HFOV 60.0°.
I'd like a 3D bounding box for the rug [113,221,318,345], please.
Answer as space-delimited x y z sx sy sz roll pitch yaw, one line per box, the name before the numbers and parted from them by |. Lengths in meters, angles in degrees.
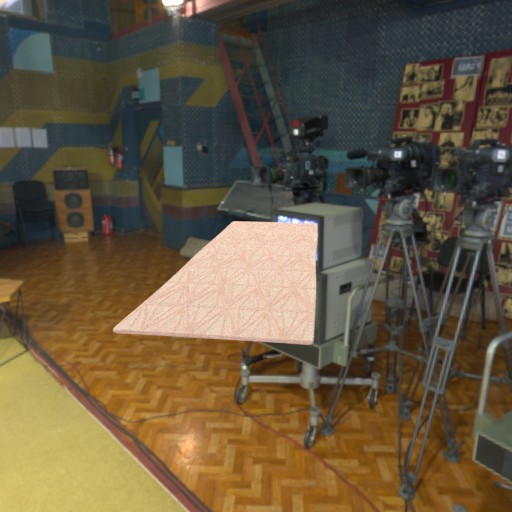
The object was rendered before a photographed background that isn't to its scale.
rug | 0.000 0.000 2.775 0.760 0.015 2.435 2 14 8
